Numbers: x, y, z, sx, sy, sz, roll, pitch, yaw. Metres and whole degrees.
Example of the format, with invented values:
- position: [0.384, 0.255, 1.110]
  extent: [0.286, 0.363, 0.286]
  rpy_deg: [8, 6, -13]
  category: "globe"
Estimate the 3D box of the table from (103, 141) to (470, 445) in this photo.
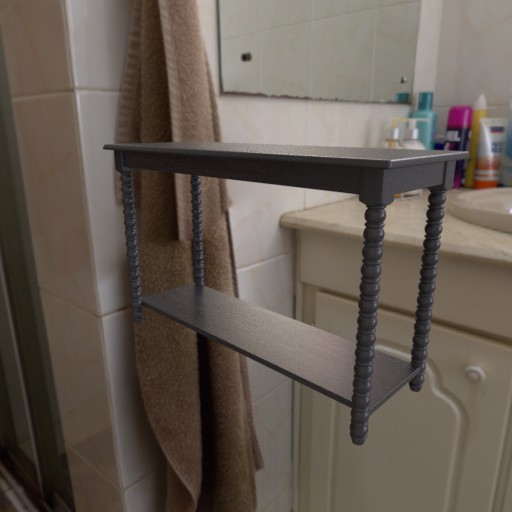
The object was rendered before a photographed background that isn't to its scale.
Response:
- position: [0.000, 0.000, 1.541]
  extent: [1.184, 0.735, 0.459]
  rpy_deg: [15, 22, 42]
  category: "table"
